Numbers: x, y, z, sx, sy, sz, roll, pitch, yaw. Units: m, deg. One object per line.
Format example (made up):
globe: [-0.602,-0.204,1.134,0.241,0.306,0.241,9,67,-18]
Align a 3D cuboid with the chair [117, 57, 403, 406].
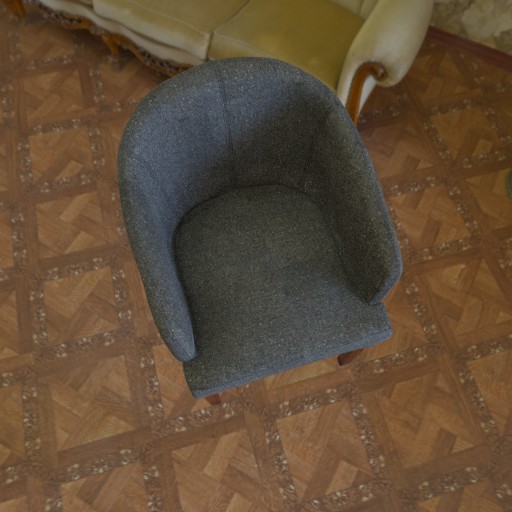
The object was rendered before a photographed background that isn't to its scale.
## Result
chair: [0.000,0.000,1.239,0.583,0.811,0.655,-16,66,-7]
